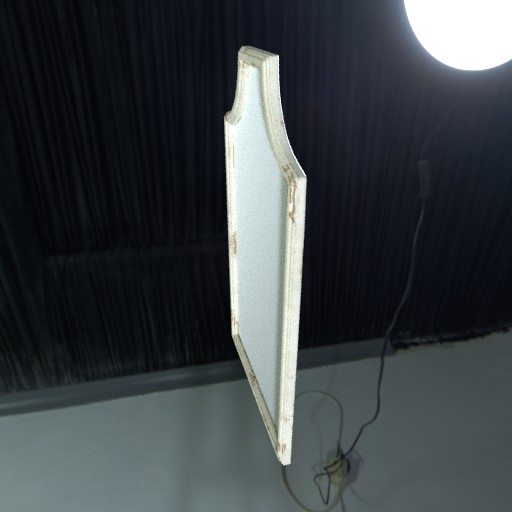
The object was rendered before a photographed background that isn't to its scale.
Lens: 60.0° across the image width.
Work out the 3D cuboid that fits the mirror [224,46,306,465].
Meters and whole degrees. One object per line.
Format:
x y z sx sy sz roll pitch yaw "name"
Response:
0.000 0.000 0.849 0.022 0.717 0.403 -8 31 -14 "mirror"
